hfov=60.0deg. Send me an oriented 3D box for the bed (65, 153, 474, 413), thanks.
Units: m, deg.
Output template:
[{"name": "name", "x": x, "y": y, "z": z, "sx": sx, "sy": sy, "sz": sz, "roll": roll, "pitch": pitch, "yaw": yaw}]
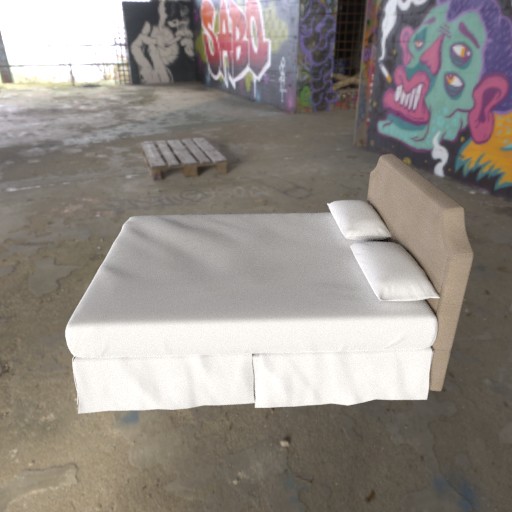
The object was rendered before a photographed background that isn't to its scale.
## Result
[{"name": "bed", "x": 0.000, "y": 0.000, "z": 3.526, "sx": 2.498, "sy": 1.293, "sz": 1.977, "roll": -1, "pitch": 26, "yaw": -2}]
